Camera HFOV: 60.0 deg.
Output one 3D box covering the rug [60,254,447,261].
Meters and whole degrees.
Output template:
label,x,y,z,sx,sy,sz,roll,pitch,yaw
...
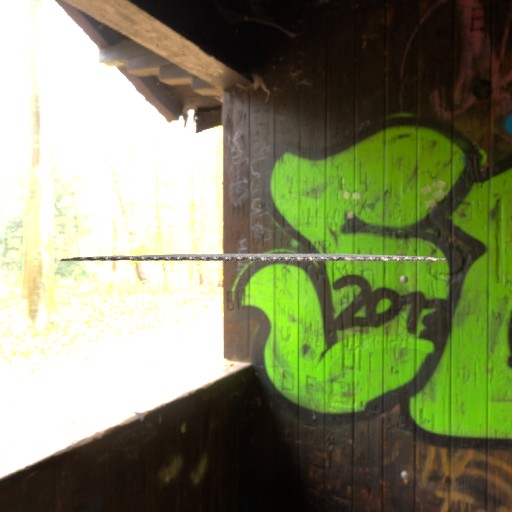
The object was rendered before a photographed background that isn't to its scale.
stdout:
label,x,y,z,sx,sy,sz,roll,pitch,yaw
rug,0.000,0.000,2.330,1.243,0.013,1.872,0,1,1
